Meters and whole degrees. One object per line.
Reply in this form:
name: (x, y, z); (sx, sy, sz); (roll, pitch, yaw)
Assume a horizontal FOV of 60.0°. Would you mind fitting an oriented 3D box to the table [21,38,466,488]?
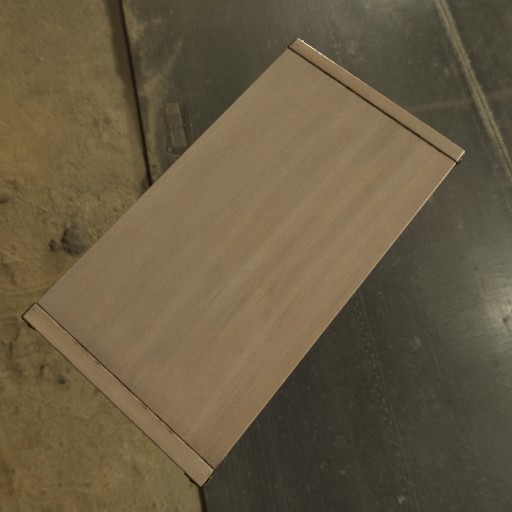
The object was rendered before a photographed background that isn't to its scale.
table: (0.000, 0.000, 1.273); (0.559, 0.456, 1.016); (39, 77, 10)
